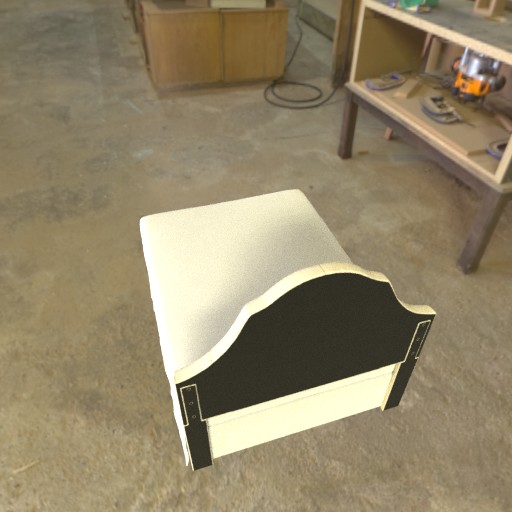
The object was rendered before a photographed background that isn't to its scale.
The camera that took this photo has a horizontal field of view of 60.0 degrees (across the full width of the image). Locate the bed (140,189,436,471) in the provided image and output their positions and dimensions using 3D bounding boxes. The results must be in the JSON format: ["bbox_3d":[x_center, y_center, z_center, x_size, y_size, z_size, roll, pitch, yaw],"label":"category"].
[{"bbox_3d":[0.000,0.000,3.278,1.627,1.575,2.092,-12,43,-13],"label":"bed"}]
